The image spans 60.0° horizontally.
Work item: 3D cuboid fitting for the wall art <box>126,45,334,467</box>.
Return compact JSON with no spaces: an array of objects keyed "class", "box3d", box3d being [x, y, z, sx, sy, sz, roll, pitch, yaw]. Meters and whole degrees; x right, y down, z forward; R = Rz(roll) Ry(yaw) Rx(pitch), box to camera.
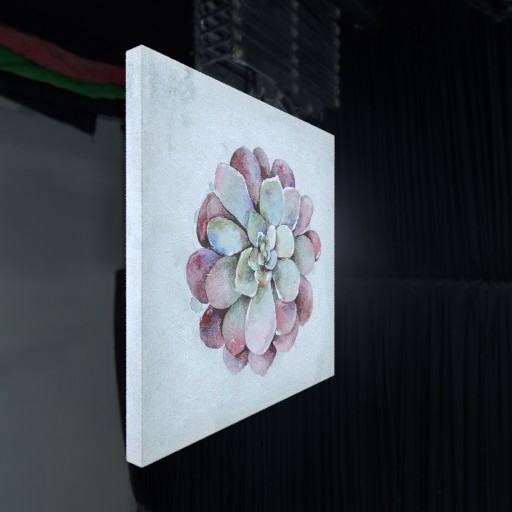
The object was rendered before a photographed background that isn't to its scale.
[{"class":"wall art","box3d":[0.000,0.000,0.889,0.044,0.605,0.605,0,0,37]}]
